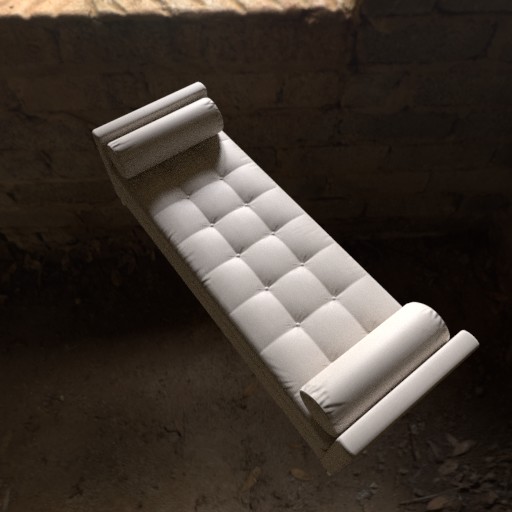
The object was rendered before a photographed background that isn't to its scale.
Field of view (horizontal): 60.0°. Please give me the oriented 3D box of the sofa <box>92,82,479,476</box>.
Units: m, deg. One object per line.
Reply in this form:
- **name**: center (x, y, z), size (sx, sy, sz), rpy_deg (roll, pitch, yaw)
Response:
- **sofa**: center (0.000, 0.000, 2.262), size (0.686, 0.635, 1.981), rpy_deg (-33, 64, -19)
